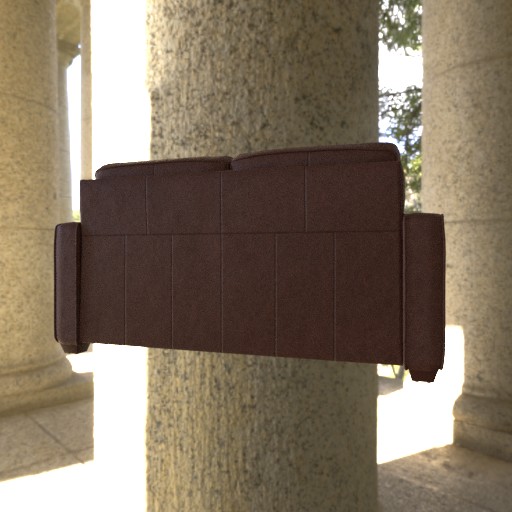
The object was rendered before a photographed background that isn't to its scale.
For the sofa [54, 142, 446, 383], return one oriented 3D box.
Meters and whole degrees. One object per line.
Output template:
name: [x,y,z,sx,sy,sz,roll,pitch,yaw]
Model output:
sofa: [0.000,0.000,2.247,1.709,0.918,0.947,0,0,17]
